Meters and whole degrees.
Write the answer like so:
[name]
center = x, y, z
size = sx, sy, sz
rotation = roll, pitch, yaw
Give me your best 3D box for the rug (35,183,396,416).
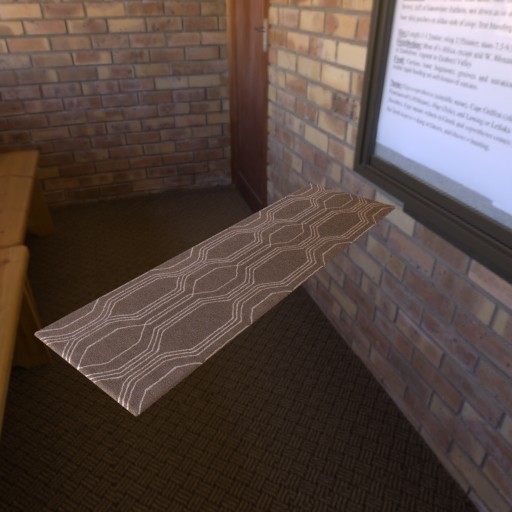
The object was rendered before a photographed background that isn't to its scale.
[rug]
center = 0.000, 0.000, 2.750
size = 0.773, 0.012, 2.464
rotation = 22, 37, 32
